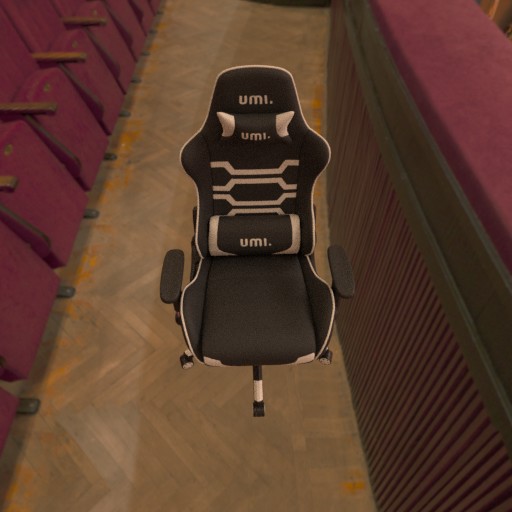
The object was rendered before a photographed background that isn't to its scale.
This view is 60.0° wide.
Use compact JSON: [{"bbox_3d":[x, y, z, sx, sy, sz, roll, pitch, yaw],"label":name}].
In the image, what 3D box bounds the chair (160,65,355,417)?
[{"bbox_3d":[0.000,0.000,1.647,0.700,1.240,0.700,-1,46,-1],"label":"chair"}]
